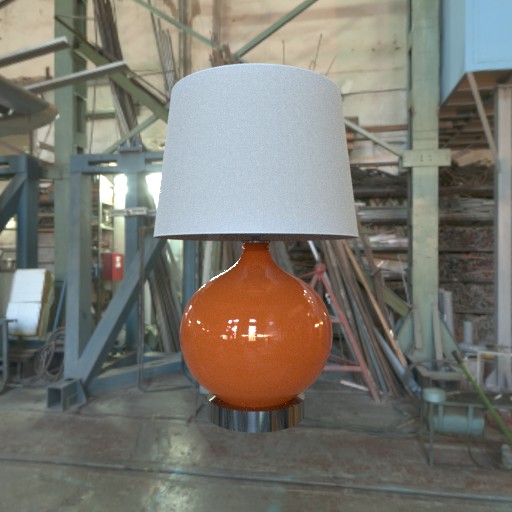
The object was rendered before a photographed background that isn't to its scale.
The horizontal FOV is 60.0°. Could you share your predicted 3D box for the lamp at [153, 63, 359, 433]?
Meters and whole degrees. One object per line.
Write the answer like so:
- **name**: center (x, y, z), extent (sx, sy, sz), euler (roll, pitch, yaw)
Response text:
- **lamp**: center (0.000, 0.000, 0.546), extent (0.247, 0.387, 0.247), euler (0, 0, 0)
